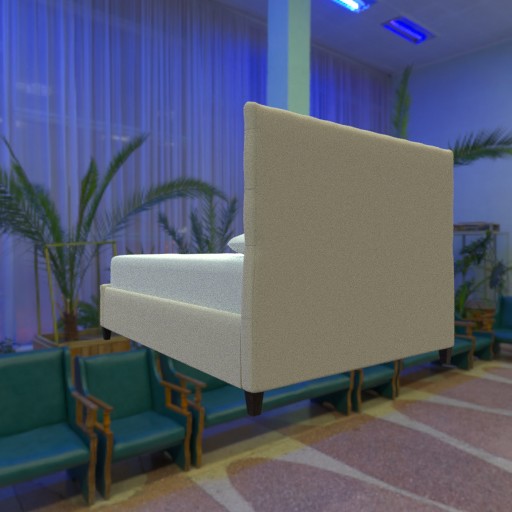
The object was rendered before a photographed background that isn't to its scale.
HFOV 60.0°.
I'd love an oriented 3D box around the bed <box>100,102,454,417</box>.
[{"bbox_3d":[0.000,0.000,3.360,1.696,1.426,2.233,-1,1,-36],"label":"bed"}]
